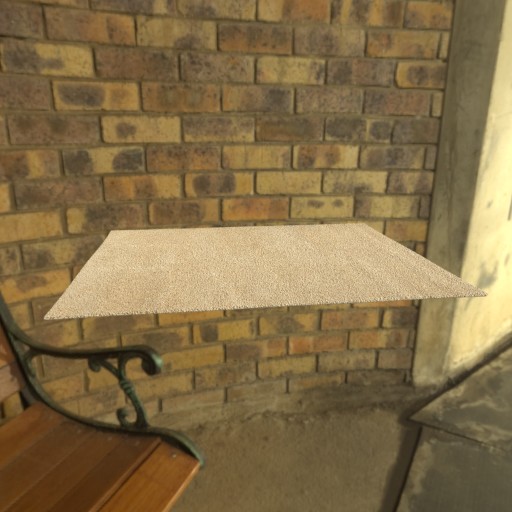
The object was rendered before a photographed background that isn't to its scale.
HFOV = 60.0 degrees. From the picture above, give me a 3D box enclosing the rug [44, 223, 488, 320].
[{"bbox_3d":[0.000,0.000,4.100,3.000,0.025,2.400,-2,17,-7],"label":"rug"}]
